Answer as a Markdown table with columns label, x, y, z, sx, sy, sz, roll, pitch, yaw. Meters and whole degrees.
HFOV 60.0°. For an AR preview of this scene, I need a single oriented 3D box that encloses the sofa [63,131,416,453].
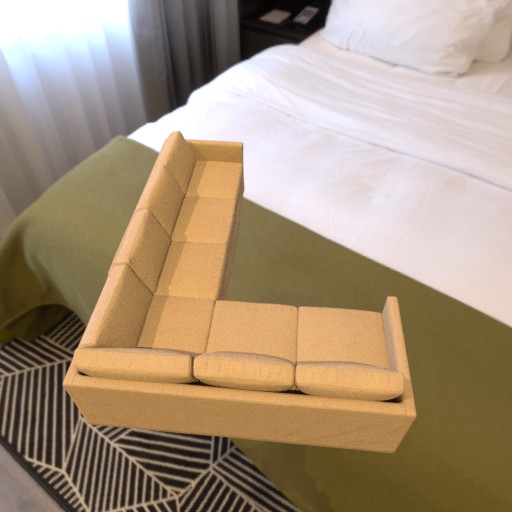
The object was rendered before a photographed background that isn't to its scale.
| label | x | y | z | sx | sy | sz | roll | pitch | yaw |
| --- | --- | --- | --- | --- | --- | --- | --- | --- | --- |
| sofa | 0.000 | 0.000 | 4.245 | 2.432 | 0.871 | 3.182 | 4 | 46 | 4 |
